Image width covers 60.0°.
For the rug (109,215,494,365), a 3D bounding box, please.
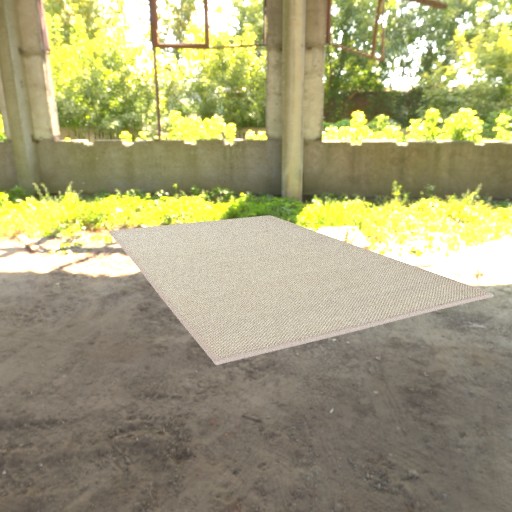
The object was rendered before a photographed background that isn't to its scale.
[{"bbox_3d":[0.000,0.000,2.063,1.067,0.013,1.676,-8,18,-25],"label":"rug"}]
